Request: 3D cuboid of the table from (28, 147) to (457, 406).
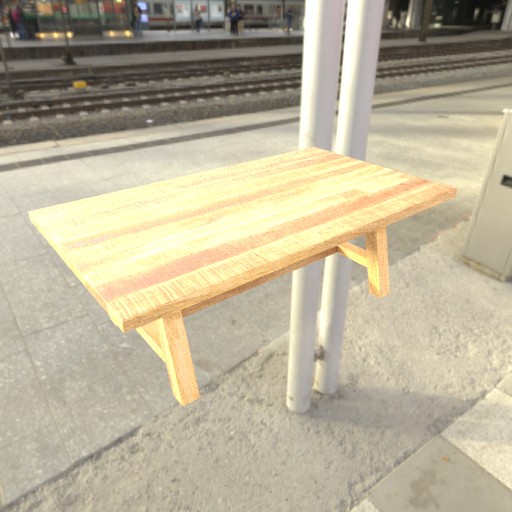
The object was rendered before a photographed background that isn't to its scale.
[{"bbox_3d":[0.000,0.000,1.671,1.320,0.455,0.760,-21,35,-33],"label":"table"}]
